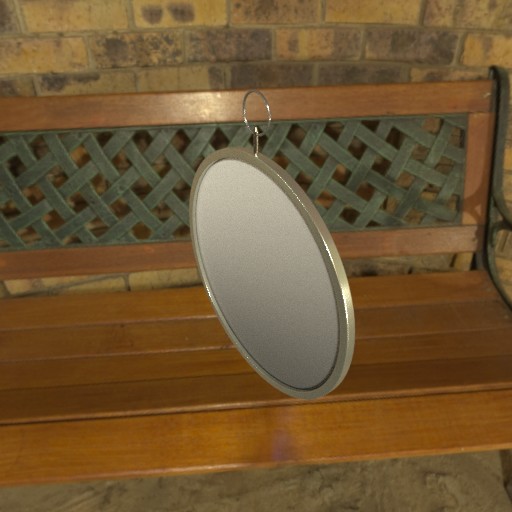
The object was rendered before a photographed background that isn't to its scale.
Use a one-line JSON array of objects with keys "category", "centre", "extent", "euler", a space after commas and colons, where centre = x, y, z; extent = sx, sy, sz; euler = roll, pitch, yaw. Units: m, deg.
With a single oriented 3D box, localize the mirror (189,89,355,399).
[{"category": "mirror", "centre": [0.000, 0.000, 0.990], "extent": [0.020, 0.713, 0.594], "euler": [-22, 39, -29]}]
